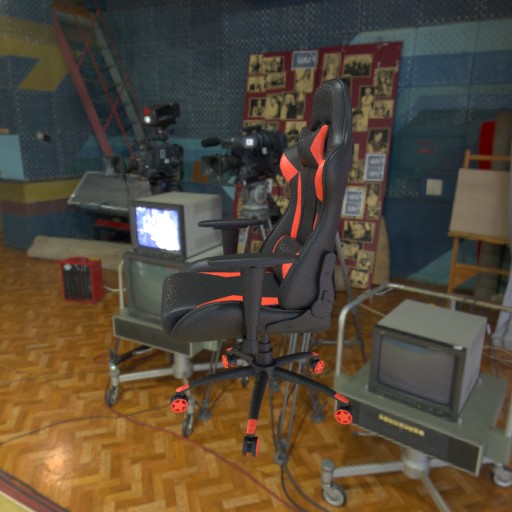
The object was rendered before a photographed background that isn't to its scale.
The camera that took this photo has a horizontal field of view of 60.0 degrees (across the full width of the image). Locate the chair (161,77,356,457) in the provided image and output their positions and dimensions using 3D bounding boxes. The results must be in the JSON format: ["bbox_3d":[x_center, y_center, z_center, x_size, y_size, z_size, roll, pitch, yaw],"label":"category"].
[{"bbox_3d":[0.000,0.000,1.706,0.730,1.282,0.695,-3,16,-10],"label":"chair"}]
